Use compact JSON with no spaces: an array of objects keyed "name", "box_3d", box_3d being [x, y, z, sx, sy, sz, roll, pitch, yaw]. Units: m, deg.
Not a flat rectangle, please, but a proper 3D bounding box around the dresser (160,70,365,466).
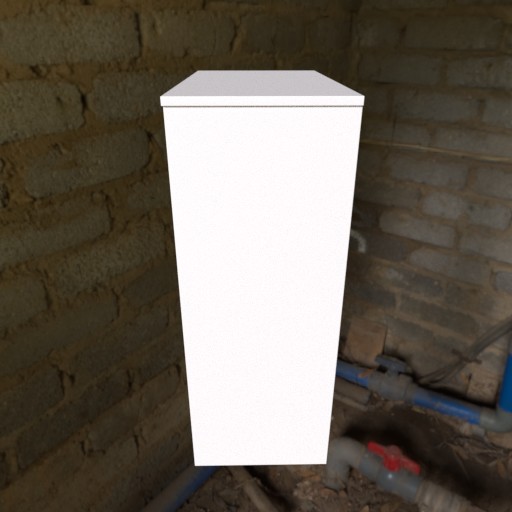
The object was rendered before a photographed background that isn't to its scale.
[{"name":"dresser","box_3d":[0.000,0.000,1.378,0.401,1.021,0.704,0,26,-1]}]
